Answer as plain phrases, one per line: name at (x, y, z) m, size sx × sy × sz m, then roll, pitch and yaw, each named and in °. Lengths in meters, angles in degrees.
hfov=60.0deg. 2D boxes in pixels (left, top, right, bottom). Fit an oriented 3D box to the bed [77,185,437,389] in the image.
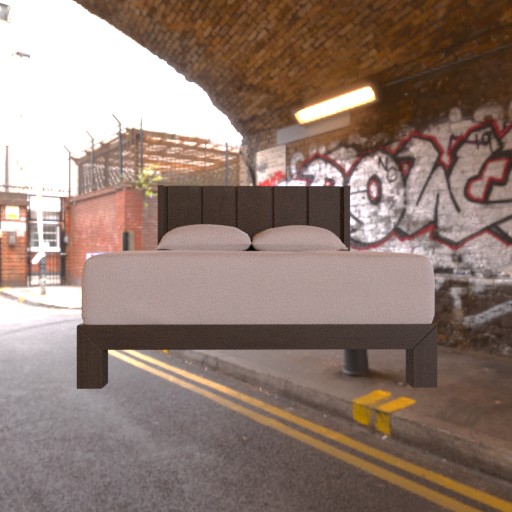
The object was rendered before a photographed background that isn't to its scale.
bed at (0.000, 0.000, 3.112) m, size 1.735 × 1.261 × 1.992 m, roll 0°, pitch 0°, yaw -1°
